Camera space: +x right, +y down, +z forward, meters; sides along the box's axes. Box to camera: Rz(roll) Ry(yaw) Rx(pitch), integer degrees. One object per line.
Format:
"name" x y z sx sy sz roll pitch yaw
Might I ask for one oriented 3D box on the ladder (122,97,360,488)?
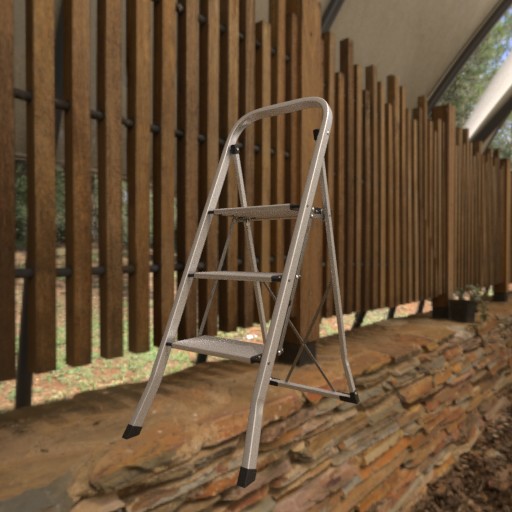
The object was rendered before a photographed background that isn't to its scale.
"ladder" 0.000 0.000 1.443 0.465 1.070 0.704 1 1 37
